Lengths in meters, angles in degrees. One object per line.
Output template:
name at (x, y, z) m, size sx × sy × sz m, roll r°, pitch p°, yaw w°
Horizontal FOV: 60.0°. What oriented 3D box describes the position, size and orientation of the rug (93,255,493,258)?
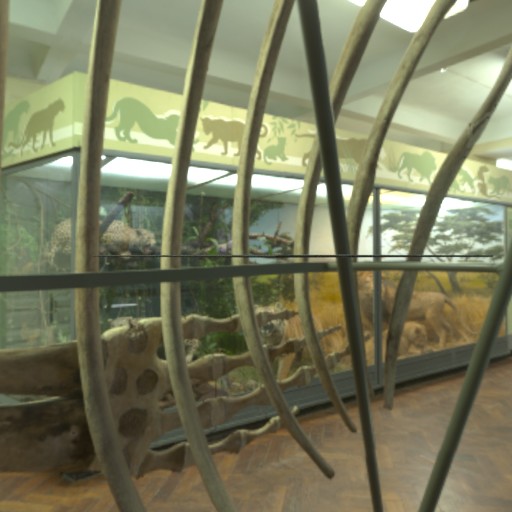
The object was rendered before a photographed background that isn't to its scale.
rug at (0.000, 0.000, 3.071) m, size 1.554 × 0.011 × 2.476 m, roll 0°, pitch 0°, yaw -35°
